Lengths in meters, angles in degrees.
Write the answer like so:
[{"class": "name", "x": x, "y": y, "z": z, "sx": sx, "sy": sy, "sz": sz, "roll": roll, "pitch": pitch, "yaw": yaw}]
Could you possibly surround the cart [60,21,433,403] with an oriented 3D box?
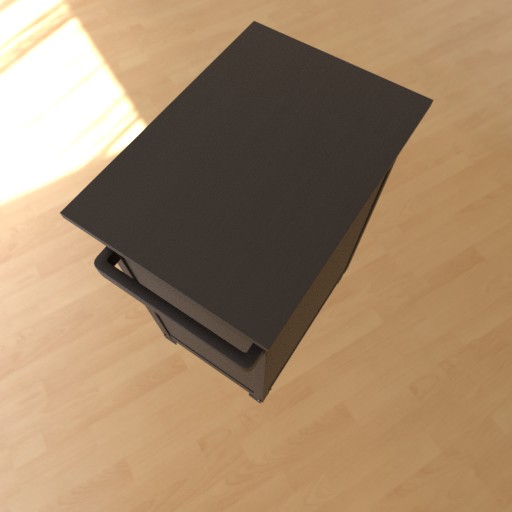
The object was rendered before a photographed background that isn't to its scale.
[{"class": "cart", "x": 0.000, "y": 0.000, "z": 1.259, "sx": 0.456, "sy": 0.879, "sz": 0.660, "roll": 31, "pitch": 68, "yaw": 14}]
